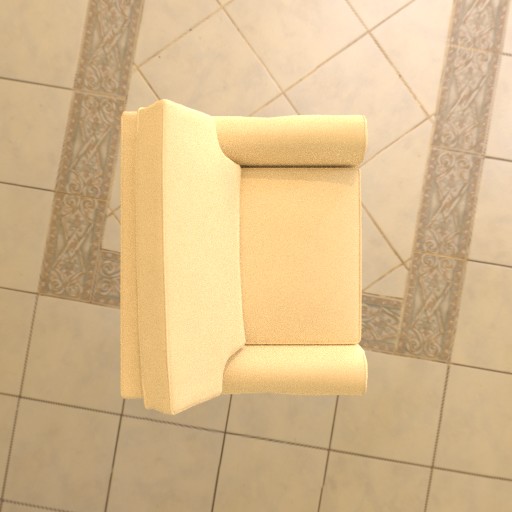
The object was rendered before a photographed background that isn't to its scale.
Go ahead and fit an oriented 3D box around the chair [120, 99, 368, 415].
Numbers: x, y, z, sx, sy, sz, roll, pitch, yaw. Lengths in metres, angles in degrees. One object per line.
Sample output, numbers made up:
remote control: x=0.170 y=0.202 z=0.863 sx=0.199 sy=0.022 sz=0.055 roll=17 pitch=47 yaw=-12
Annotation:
chair: x=0.000 y=0.000 z=1.792 sx=0.904 sy=0.958 sz=1.099 roll=0 pitch=90 yaw=0
